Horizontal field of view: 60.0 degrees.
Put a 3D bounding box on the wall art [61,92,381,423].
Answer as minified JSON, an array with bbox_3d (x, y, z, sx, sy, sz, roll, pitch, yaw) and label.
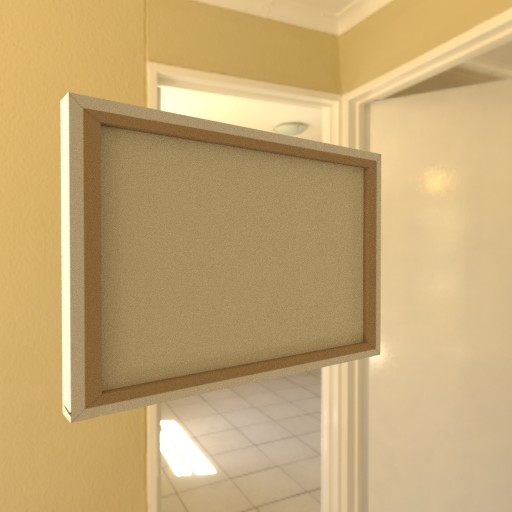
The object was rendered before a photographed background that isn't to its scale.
[{"bbox_3d":[0.000,0.000,0.750,0.608,0.414,0.042,-1,1,-36],"label":"wall art"}]
